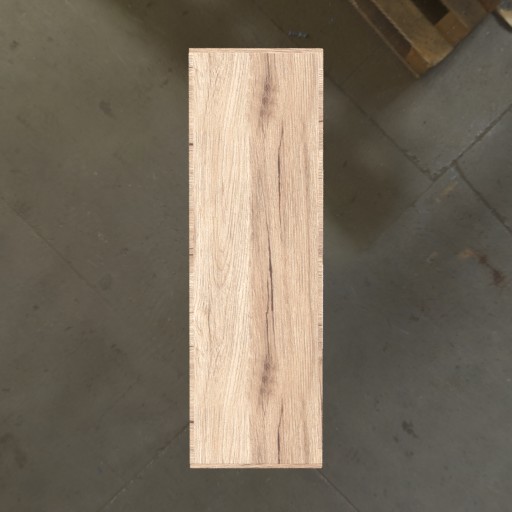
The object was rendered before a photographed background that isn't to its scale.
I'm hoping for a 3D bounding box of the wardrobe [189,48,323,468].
[{"bbox_3d":[0.000,0.000,2.944,0.580,2.070,1.810,0,91,0],"label":"wardrobe"}]
